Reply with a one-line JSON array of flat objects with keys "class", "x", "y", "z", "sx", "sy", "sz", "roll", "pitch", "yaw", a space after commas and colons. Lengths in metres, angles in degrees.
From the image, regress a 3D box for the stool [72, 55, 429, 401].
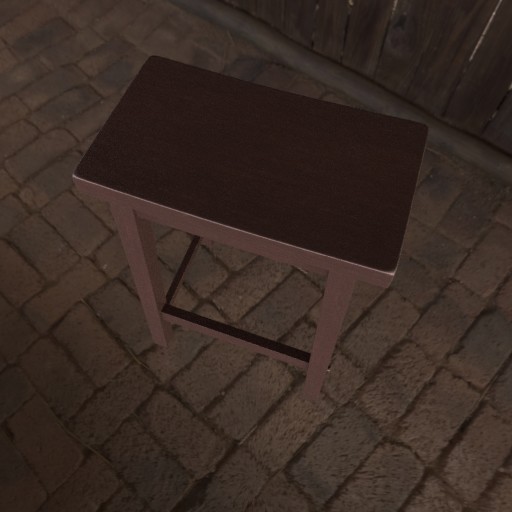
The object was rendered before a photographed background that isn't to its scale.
[{"class": "stool", "x": 0.000, "y": 0.000, "z": 0.834, "sx": 0.406, "sy": 0.610, "sz": 0.322, "roll": 18, "pitch": 65, "yaw": 8}]
